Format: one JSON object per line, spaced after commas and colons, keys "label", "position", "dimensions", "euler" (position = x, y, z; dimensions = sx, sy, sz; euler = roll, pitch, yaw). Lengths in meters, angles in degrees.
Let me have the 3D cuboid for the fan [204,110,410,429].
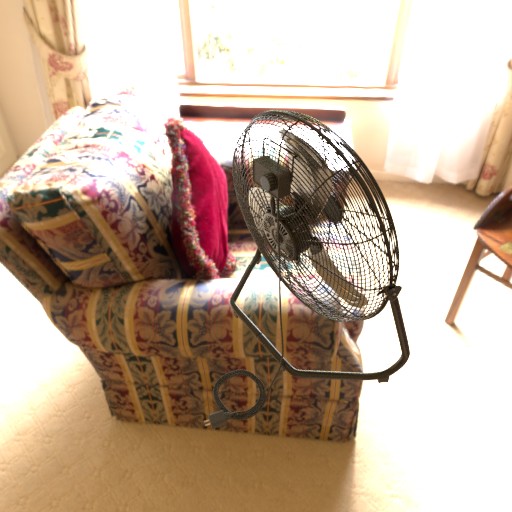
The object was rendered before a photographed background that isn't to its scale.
{"label": "fan", "position": [0.000, 0.000, 0.913], "dimensions": [0.424, 0.546, 0.555], "euler": [-23, 45, -26]}
